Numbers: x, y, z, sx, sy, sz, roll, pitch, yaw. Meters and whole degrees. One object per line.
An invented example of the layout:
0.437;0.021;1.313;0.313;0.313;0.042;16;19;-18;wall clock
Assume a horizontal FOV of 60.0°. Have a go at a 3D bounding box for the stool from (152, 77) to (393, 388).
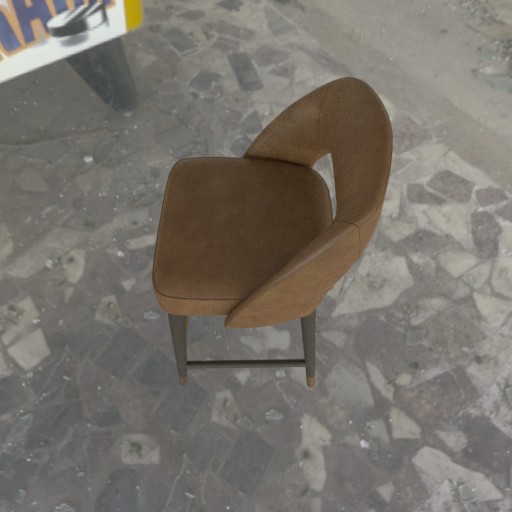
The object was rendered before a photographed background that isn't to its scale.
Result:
0.000;0.000;1.224;0.509;0.940;0.494;1;57;1;stool
